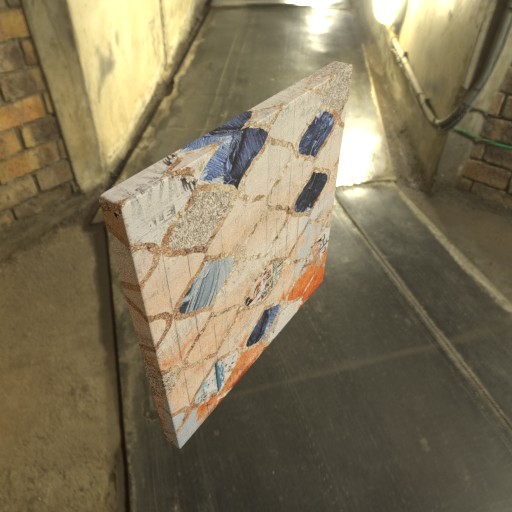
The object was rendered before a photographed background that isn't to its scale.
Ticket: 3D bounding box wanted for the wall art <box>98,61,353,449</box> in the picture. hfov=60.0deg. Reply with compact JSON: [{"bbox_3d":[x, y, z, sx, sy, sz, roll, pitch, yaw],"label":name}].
[{"bbox_3d":[0.000,0.000,0.758,0.038,0.508,0.507,25,47,26],"label":"wall art"}]
